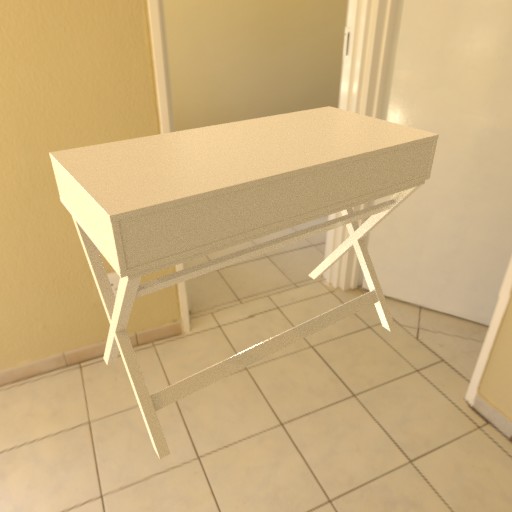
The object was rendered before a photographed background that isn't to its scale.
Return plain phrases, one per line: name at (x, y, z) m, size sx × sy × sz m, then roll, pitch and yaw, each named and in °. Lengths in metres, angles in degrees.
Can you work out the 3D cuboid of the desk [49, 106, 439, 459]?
desk at (0.000, 0.000, 1.516) m, size 1.059 × 0.780 × 0.509 m, roll -19°, pitch 35°, yaw -29°
